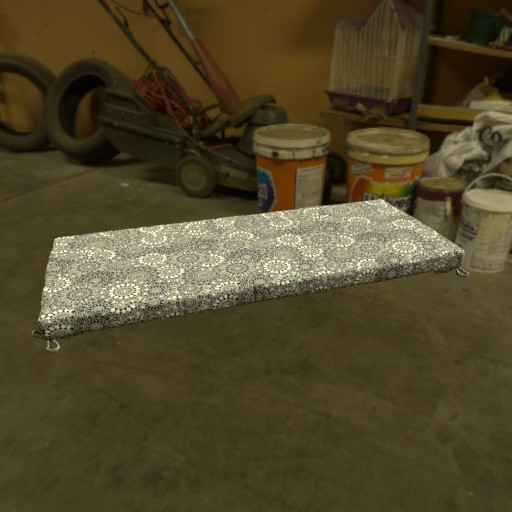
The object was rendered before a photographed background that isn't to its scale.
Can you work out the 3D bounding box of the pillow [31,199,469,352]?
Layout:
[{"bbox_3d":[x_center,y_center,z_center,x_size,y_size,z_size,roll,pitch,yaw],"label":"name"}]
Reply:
[{"bbox_3d":[0.000,0.000,1.310,1.187,0.081,0.492,-8,29,-15],"label":"pillow"}]
